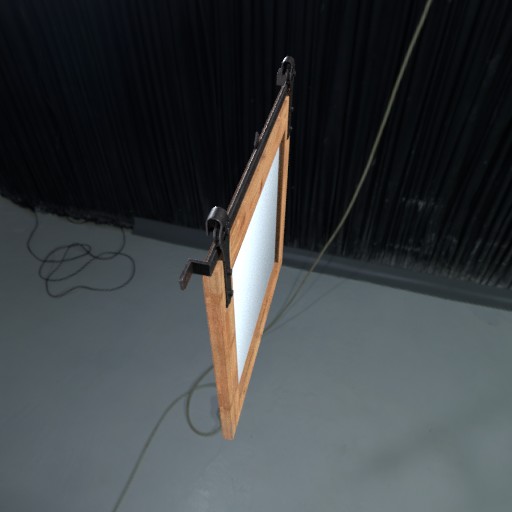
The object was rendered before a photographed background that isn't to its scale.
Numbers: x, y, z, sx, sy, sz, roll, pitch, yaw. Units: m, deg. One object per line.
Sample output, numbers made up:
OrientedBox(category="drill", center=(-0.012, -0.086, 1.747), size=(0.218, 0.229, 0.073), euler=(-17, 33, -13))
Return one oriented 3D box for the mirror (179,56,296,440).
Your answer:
OrientedBox(category="mirror", center=(0.000, 0.000, 1.203), size=(0.054, 0.800, 0.805), euler=(10, 47, 9))
